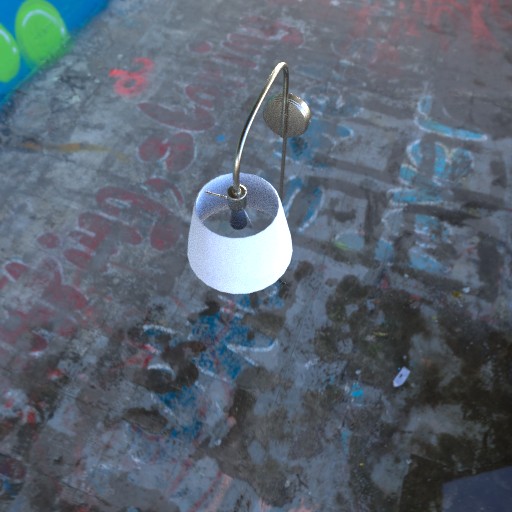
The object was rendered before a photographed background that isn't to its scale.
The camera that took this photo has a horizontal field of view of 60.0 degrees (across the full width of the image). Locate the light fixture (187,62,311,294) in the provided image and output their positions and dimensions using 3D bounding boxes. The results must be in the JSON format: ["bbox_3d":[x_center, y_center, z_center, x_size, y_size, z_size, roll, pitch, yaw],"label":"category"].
[{"bbox_3d":[0.000,0.000,0.477,0.092,0.399,0.176,17,60,10],"label":"light fixture"}]
